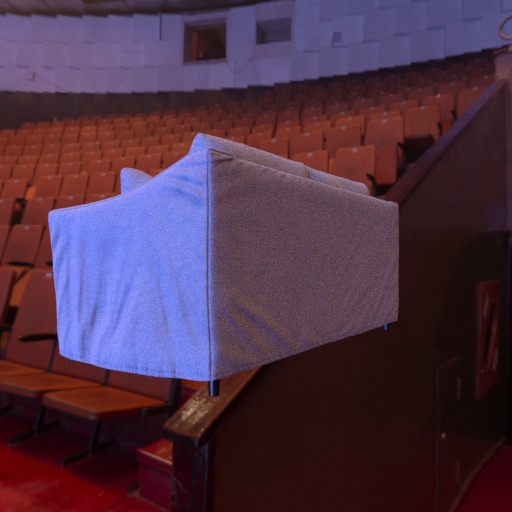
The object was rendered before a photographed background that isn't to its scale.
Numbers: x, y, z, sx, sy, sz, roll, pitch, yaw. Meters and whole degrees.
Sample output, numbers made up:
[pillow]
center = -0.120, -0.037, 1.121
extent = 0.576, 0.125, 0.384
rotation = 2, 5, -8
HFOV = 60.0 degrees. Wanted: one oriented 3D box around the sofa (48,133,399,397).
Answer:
[sofa]
center = 0.000, 0.000, 2.606
extent = 1.072, 1.018, 2.010
rotation = 0, 0, 36
